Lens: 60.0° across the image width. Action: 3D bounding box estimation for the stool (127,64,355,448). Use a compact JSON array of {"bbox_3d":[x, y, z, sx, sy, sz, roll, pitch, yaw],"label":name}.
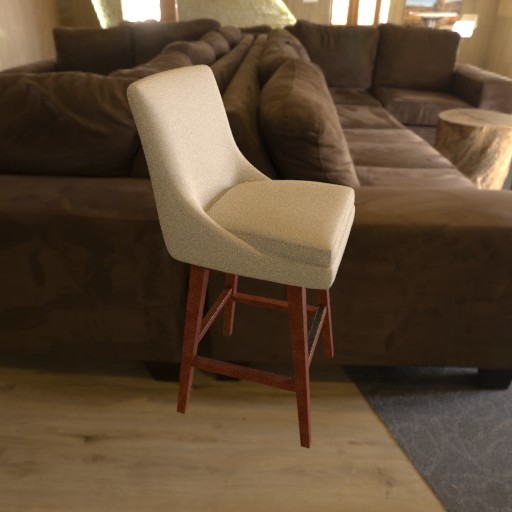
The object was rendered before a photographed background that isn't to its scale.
[{"bbox_3d":[0.000,0.000,1.430,0.559,1.092,0.470,9,31,16],"label":"stool"}]
